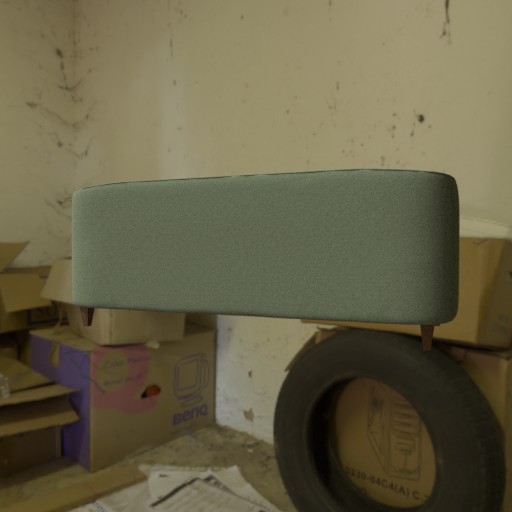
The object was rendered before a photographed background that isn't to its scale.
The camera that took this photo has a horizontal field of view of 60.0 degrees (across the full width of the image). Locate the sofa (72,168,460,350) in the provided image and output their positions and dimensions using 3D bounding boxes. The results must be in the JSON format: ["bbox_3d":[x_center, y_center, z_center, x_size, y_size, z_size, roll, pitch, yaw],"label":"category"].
[{"bbox_3d":[0.000,0.000,2.725,2.278,0.855,0.941,0,1,19],"label":"sofa"}]
